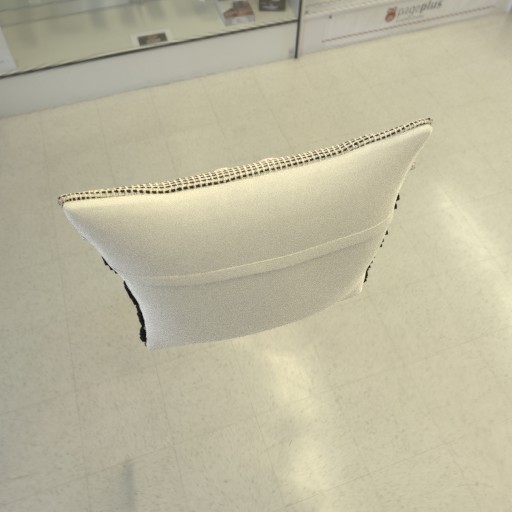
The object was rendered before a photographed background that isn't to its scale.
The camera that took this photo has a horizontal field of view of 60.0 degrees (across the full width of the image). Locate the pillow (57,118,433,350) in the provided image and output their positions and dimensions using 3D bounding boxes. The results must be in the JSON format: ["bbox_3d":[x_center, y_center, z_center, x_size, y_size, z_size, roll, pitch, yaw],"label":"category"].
[{"bbox_3d":[0.000,0.000,0.676,0.436,0.438,0.156,-14,59,-8],"label":"pillow"}]
